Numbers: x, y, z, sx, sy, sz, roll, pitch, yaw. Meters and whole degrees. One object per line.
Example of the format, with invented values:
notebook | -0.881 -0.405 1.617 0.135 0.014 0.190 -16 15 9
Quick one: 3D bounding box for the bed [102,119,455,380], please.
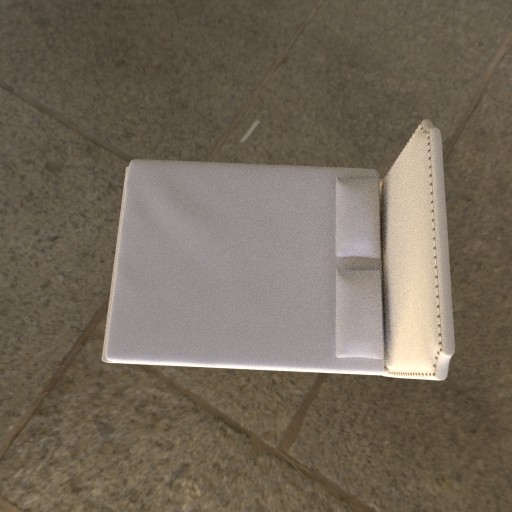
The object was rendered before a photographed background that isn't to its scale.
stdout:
bed | 0.000 0.000 3.401 2.372 1.497 1.712 2 76 1
